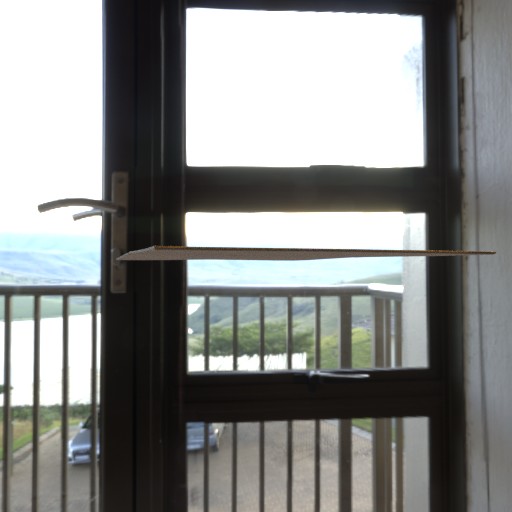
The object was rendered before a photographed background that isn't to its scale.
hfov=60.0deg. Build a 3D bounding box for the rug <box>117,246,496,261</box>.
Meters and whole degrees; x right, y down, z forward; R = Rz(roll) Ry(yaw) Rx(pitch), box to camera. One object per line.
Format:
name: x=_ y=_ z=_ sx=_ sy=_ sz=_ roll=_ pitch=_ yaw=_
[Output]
rug: x=0.000 y=0.000 z=2.898 sx=1.624 sy=0.030 sz=2.264 roll=1 pitch=-2 yaw=-21
